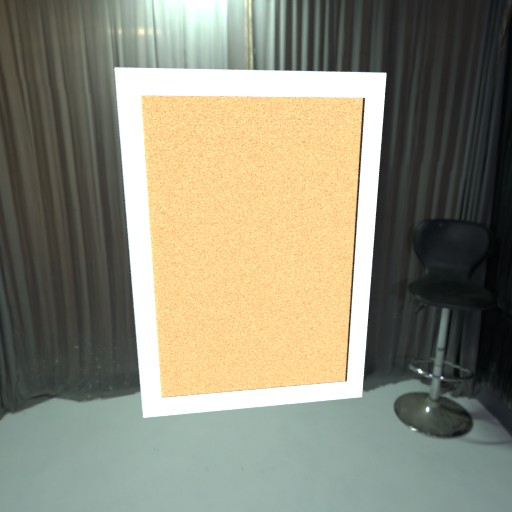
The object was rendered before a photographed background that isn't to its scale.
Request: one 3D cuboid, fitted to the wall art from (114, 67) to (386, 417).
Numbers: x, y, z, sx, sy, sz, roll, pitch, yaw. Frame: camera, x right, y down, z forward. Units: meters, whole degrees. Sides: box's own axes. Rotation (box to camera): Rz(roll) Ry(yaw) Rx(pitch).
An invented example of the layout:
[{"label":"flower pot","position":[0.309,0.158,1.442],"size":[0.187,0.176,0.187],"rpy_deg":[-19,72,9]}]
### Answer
[{"label":"wall art","position":[0.000,0.000,0.681],"size":[0.374,0.529,0.012],"rpy_deg":[-3,16,-9]}]
